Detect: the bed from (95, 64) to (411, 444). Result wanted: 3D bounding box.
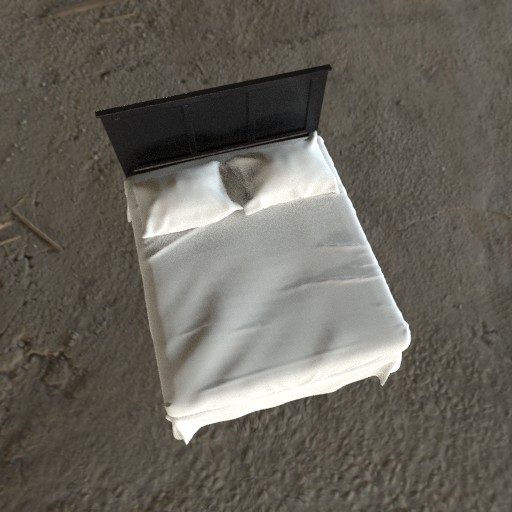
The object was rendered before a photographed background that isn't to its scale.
[{"bbox_3d":[0.000,0.000,3.163,1.870,1.270,2.050,-14,64,-7],"label":"bed"}]
